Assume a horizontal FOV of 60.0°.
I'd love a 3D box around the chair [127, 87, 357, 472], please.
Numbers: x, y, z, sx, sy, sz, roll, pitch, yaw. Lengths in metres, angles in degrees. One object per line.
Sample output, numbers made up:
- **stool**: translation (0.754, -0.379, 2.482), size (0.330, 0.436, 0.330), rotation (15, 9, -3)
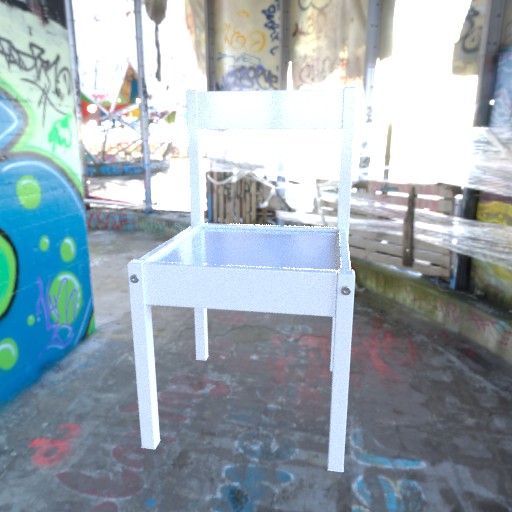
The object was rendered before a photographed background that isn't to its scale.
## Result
- **chair**: translation (0.000, 0.000, 0.677), size (0.285, 0.505, 0.285), rotation (3, 15, 9)
